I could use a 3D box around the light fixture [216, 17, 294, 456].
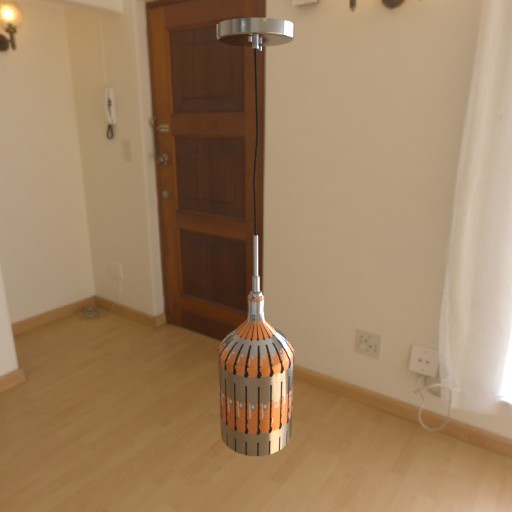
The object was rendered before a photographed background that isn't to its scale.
[{"bbox_3d":[0.000,0.000,1.641,0.303,1.535,0.303,0,17,0],"label":"light fixture"}]
